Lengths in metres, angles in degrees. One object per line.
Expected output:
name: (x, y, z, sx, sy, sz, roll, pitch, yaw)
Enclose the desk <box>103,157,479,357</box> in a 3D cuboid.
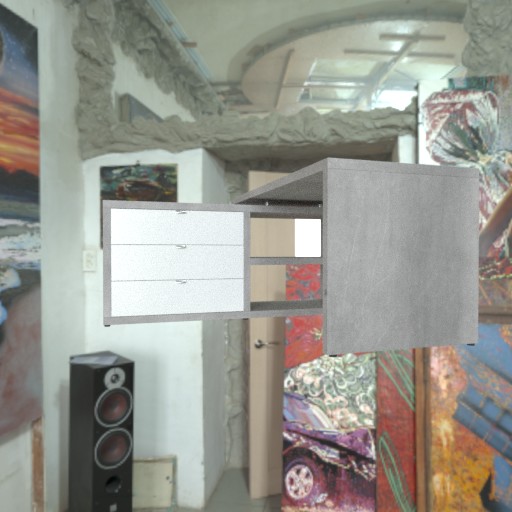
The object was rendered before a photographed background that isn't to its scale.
desk: (0.000, 0.000, 2.283, 1.500, 0.740, 1.400, 0, 1, -18)
